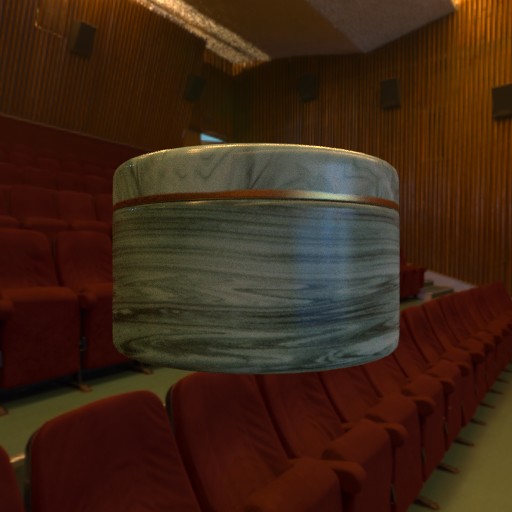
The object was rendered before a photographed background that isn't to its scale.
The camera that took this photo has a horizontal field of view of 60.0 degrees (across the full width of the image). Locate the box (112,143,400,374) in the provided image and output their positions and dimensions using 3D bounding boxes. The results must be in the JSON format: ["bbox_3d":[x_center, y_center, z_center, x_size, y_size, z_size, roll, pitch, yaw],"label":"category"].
[{"bbox_3d":[0.000,0.000,0.165,0.101,0.063,0.101,0,0,0],"label":"box"}]
